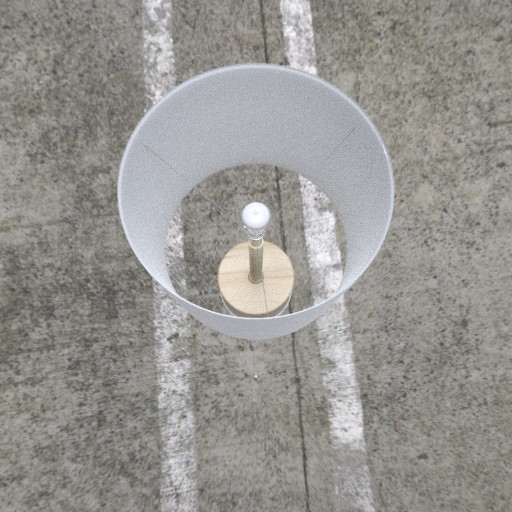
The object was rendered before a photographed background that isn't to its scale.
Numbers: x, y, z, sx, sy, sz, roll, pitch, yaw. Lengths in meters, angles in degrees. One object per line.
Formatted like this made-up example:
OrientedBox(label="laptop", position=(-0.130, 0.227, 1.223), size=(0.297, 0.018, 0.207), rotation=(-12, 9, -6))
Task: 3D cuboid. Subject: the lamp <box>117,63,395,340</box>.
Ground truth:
OrientedBox(label="lamp", position=(0.000, 0.000, 0.589), size=(0.229, 0.470, 0.229), rotation=(-5, 75, -1))
